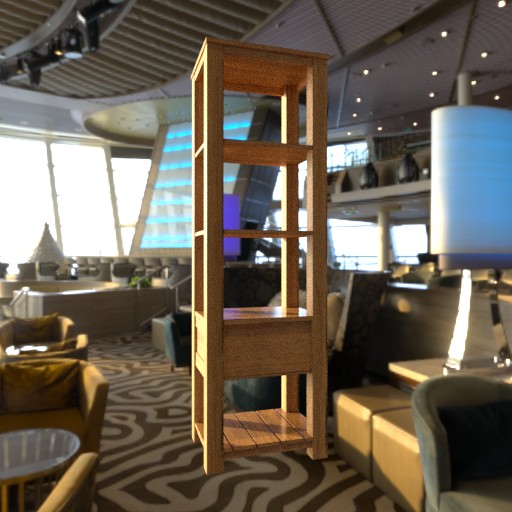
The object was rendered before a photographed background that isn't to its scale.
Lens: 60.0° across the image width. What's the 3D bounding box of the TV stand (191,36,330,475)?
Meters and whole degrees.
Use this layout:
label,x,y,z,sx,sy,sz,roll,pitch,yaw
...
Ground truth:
label,x,y,z,sx,sy,sz,roll,pitch,yaw
TV stand,0.000,0.000,2.130,0.565,1.828,0.435,0,0,-17
